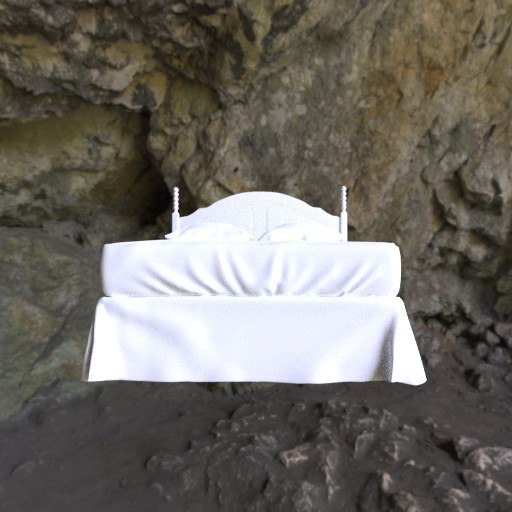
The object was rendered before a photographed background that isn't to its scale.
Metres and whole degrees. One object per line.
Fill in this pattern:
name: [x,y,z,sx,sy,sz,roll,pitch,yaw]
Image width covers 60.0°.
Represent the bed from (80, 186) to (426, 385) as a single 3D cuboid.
bed: [0.000,0.000,3.223,1.873,1.356,2.040,0,-1,2]
